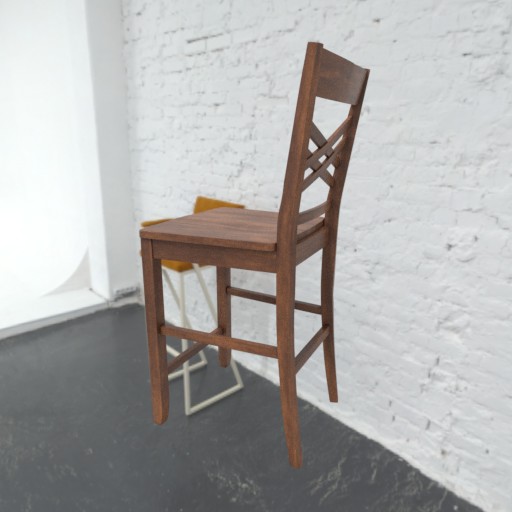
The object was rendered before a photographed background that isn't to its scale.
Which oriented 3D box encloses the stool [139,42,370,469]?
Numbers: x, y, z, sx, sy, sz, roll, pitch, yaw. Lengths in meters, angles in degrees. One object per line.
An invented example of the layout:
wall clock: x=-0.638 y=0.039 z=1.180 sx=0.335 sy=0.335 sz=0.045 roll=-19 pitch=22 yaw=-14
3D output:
stool: x=0.000 y=0.000 z=1.344 sx=0.539 sy=1.079 sz=0.462 roll=8 pitch=17 yaw=26
